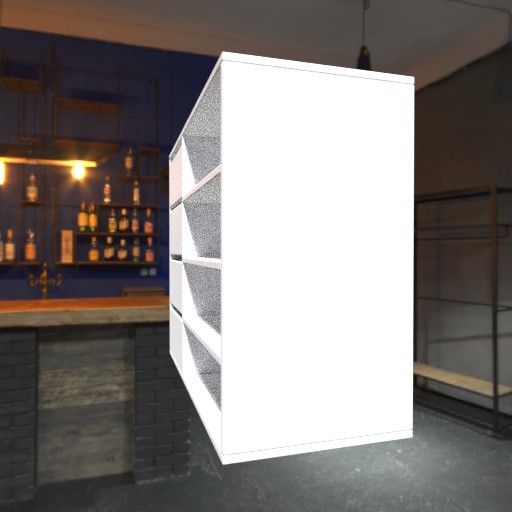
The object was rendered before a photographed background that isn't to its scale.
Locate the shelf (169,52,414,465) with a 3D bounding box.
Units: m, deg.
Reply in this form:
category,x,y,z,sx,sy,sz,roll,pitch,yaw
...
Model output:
category,x,y,z,sx,sy,sz,roll,pitch,yaw
shelf,0.000,0.000,1.268,0.396,0.732,0.895,0,1,-17
